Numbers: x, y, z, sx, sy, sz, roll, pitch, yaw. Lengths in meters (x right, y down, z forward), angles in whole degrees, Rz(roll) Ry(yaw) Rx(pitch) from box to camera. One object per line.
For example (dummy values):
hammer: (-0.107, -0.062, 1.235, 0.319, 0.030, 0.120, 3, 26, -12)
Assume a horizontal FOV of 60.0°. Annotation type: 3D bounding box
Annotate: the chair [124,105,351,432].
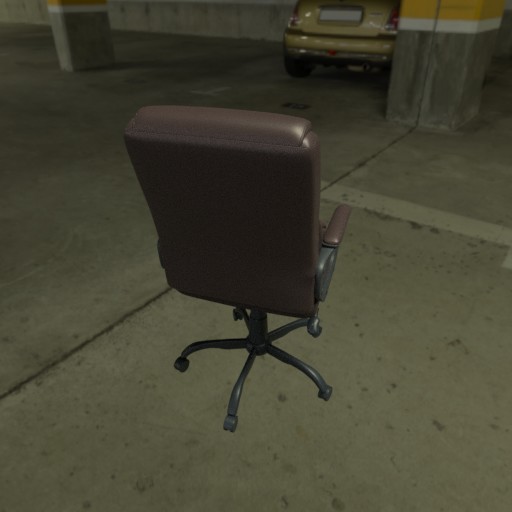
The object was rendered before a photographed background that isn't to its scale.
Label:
chair: (0.000, 0.000, 1.486, 0.615, 1.072, 0.655, 9, 32, 15)
